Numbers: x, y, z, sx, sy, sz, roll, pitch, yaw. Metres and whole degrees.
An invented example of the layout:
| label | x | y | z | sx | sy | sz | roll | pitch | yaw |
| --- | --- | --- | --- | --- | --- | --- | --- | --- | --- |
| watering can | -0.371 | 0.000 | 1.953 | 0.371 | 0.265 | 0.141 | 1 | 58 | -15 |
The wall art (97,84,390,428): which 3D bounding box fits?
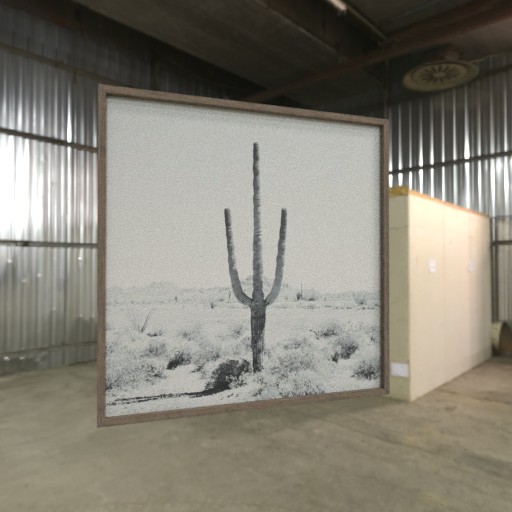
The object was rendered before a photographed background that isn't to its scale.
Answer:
| label | x | y | z | sx | sy | sz | roll | pitch | yaw |
| --- | --- | --- | --- | --- | --- | --- | --- | --- | --- |
| wall art | 0.000 | 0.000 | 0.755 | 0.508 | 0.508 | 0.038 | 0 | -1 | -19 |
